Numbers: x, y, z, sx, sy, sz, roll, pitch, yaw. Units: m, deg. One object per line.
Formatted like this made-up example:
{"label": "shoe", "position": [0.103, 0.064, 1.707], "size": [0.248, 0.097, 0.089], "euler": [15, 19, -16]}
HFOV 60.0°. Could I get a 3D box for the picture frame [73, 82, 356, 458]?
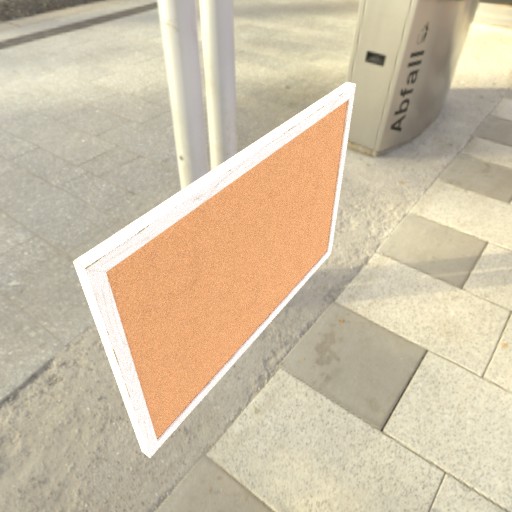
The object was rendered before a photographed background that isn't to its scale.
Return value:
{"label": "picture frame", "position": [0.000, 0.000, 1.189], "size": [0.029, 0.640, 0.950], "euler": [25, 47, 26]}
